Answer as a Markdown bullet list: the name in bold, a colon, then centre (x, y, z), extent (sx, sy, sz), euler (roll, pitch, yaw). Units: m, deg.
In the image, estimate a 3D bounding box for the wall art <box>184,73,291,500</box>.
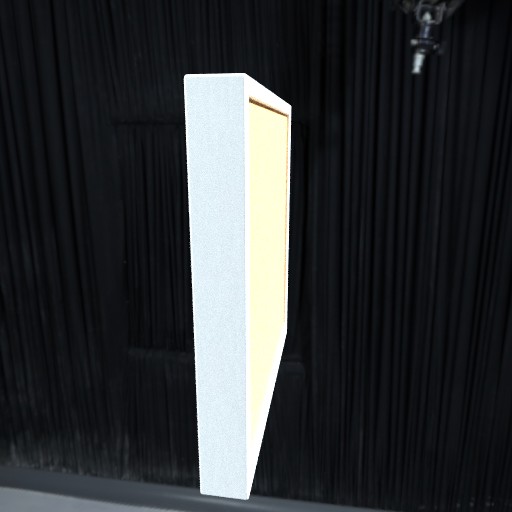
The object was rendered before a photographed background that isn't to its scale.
- **wall art**: centre (0.000, 0.000, 0.446), extent (0.038, 0.305, 0.305), euler (2, 15, 9)
